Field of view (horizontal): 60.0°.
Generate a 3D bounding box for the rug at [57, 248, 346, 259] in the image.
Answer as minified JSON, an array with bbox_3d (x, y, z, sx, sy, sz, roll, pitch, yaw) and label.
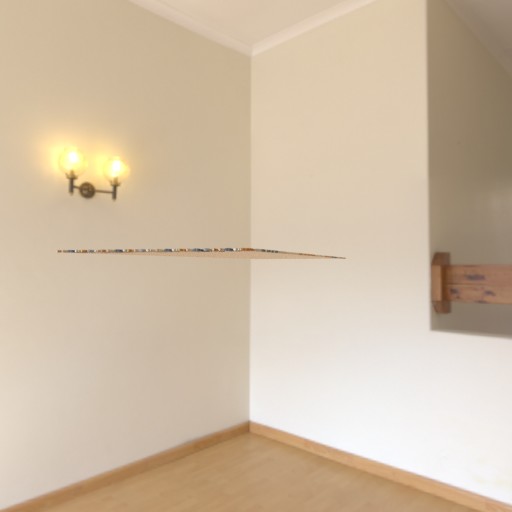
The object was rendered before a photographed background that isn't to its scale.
[{"bbox_3d":[0.000,0.000,2.700,0.783,0.010,2.437,0,-1,19],"label":"rug"}]
